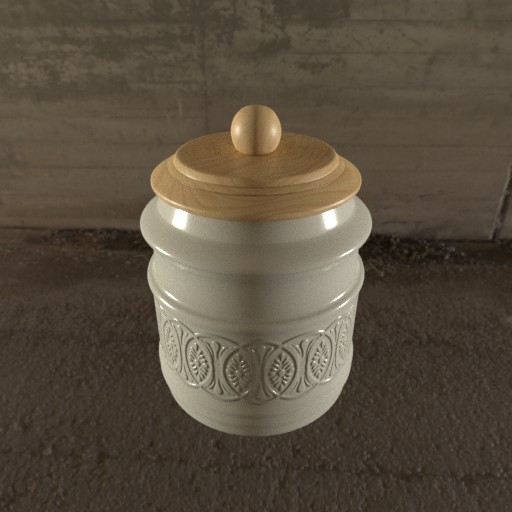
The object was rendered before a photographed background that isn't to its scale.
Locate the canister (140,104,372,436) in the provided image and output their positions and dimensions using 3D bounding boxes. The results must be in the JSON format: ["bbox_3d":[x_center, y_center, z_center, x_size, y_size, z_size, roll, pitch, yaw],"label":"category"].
[{"bbox_3d":[0.000,0.000,0.269,0.130,0.176,0.130,0,31,0],"label":"canister"}]
